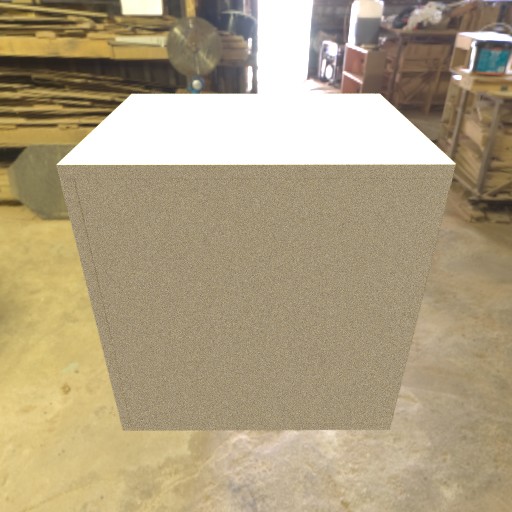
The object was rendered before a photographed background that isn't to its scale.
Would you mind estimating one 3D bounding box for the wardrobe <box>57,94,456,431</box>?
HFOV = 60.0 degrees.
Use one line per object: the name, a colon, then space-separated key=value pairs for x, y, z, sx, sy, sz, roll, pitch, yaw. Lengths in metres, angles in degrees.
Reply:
wardrobe: x=0.000 y=0.000 z=0.861 sx=0.500 sy=0.520 sz=0.400 roll=0 pitch=32 yaw=0
